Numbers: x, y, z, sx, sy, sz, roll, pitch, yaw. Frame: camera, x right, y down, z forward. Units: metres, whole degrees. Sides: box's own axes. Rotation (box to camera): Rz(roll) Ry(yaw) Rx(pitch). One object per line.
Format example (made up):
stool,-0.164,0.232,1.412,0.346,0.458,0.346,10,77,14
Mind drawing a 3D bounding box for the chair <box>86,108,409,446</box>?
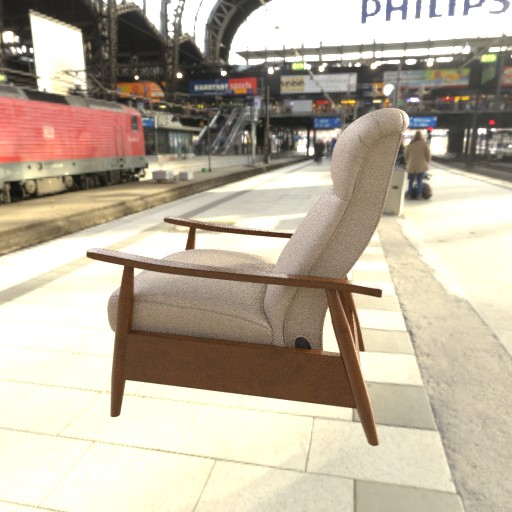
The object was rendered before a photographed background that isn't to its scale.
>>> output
chair,0.000,0.000,1.772,1.030,1.082,0.762,2,14,10
